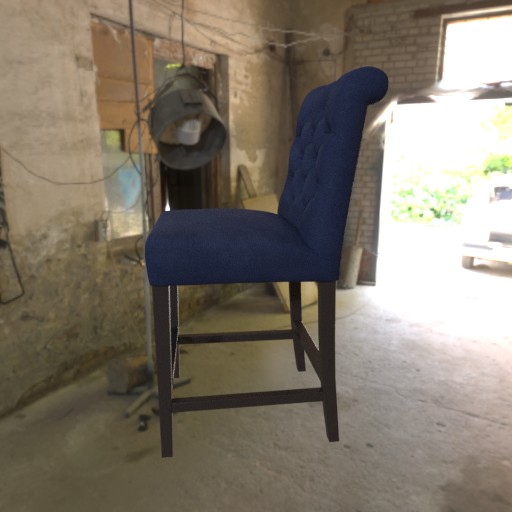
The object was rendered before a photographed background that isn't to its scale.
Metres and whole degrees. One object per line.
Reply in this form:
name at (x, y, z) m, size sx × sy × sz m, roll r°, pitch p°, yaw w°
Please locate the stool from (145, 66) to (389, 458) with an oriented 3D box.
stool at (0.000, 0.000, 1.336) m, size 0.601 × 1.010 × 0.493 m, roll -2°, pitch 14°, yaw -7°
